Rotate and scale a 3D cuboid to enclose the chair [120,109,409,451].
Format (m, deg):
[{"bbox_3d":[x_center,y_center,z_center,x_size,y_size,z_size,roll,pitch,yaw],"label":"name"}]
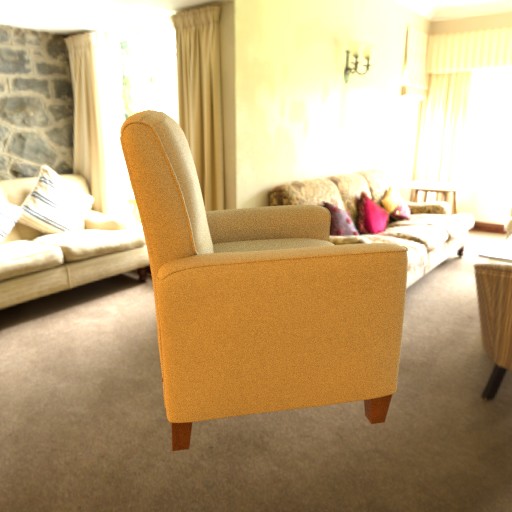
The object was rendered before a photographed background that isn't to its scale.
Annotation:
[{"bbox_3d":[0.000,0.000,1.658,0.858,1.023,0.841,-3,16,-11],"label":"chair"}]
